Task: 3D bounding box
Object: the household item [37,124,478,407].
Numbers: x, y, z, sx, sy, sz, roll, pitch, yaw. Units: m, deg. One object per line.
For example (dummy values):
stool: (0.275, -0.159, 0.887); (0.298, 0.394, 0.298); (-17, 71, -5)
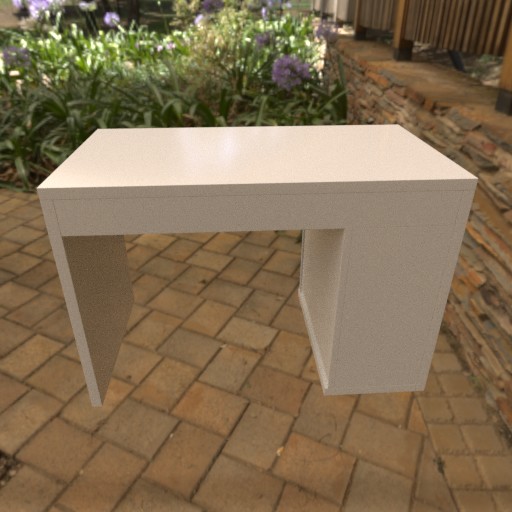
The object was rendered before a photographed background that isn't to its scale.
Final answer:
household item: (0.000, 0.000, 1.543); (1.100, 0.749, 0.597); (-2, 29, -3)
